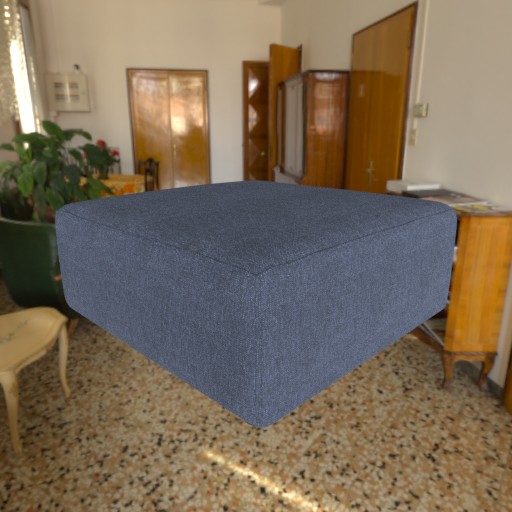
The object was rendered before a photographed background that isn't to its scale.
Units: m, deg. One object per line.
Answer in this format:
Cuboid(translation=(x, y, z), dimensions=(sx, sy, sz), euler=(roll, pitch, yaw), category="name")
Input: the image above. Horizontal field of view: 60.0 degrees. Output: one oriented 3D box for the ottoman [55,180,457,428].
Cuboid(translation=(0.000, 0.000, 1.549), dimensions=(1.000, 0.439, 1.000), euler=(16, 23, 43), category="ottoman")
